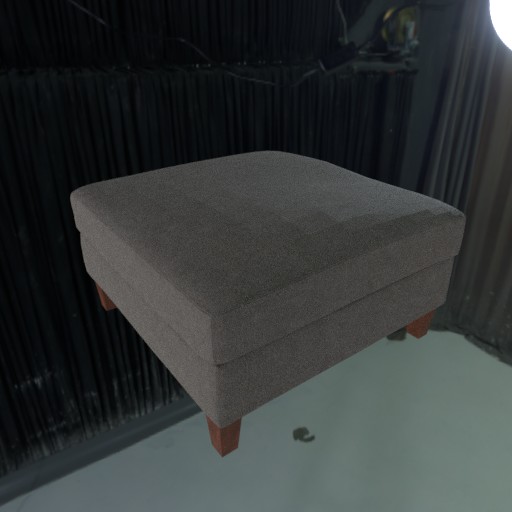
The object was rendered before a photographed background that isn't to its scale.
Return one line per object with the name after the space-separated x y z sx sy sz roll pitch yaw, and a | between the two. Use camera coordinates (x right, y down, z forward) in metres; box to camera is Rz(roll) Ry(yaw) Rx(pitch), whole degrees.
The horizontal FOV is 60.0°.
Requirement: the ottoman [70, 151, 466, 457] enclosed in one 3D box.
0.000 0.000 1.403 0.861 0.482 0.881 -18 32 -32 | ottoman
